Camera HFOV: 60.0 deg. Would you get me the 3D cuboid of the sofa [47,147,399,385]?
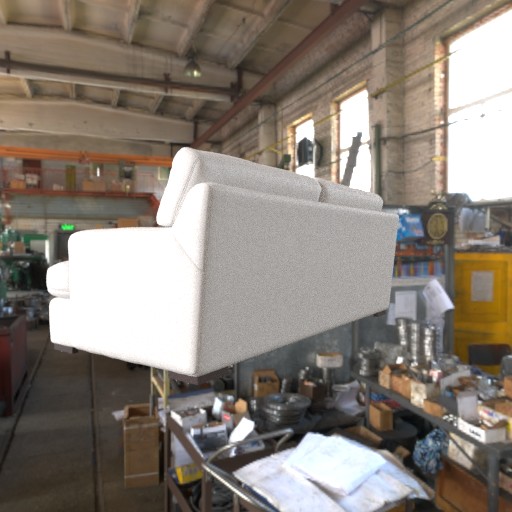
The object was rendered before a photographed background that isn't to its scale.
[{"bbox_3d":[0.000,0.000,2.814,1.143,0.940,2.261,1,2,35],"label":"sofa"}]
